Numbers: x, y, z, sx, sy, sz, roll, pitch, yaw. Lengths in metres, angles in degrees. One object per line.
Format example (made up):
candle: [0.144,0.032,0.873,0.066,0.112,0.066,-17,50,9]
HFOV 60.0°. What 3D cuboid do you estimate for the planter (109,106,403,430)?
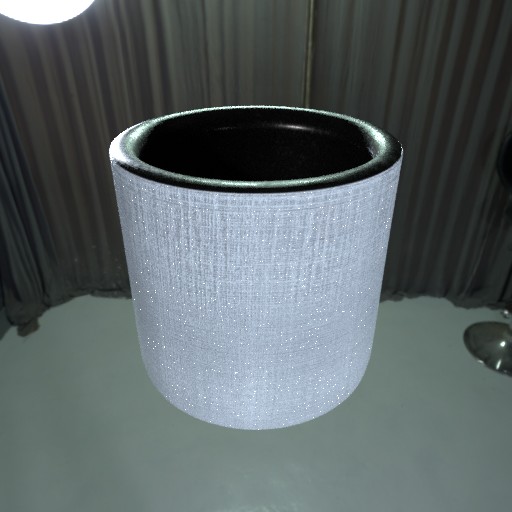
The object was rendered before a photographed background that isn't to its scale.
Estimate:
planter: [0.000,0.000,0.285,0.160,0.156,0.160,0,31,0]
